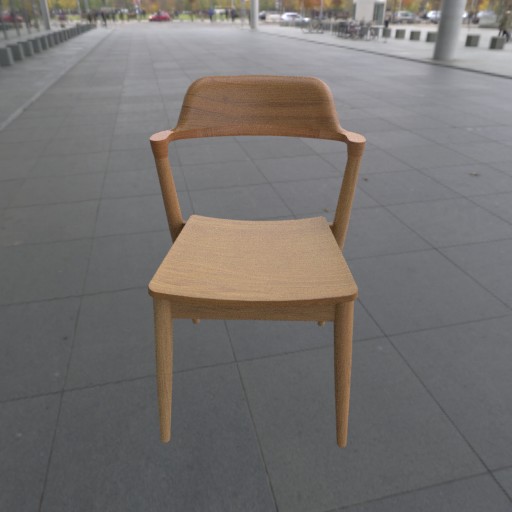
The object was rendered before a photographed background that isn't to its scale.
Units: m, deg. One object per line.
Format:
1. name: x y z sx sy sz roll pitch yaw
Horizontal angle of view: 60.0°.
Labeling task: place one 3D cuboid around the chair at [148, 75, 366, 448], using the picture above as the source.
1. chair: 0.000 0.000 1.114 0.512 0.792 0.499 1 29 2
